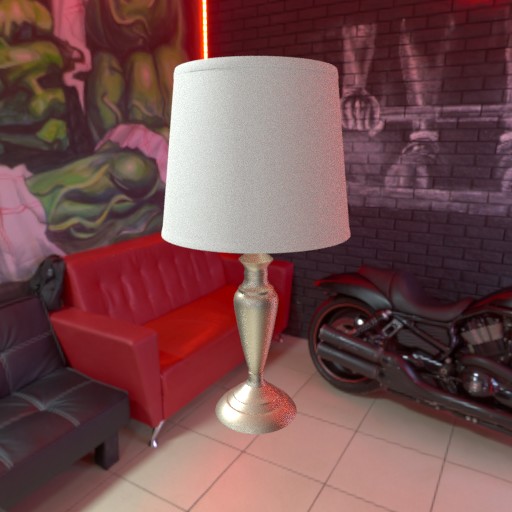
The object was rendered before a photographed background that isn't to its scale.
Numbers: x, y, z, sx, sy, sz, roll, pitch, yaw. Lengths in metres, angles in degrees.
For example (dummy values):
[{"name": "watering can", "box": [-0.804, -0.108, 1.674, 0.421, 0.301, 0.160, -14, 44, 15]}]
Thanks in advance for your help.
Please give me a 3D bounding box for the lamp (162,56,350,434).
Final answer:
[{"name": "lamp", "box": [0.000, 0.000, 0.797, 0.328, 0.619, 0.328, 0, 14, 0]}]
